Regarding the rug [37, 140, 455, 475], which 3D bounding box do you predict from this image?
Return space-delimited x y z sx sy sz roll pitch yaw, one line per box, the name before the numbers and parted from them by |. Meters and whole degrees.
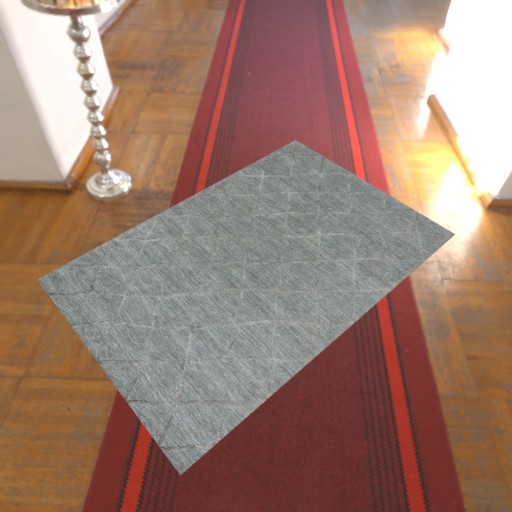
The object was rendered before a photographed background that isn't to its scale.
rug | 0.000 0.000 2.884 2.283 0.006 1.521 -34 56 -27
